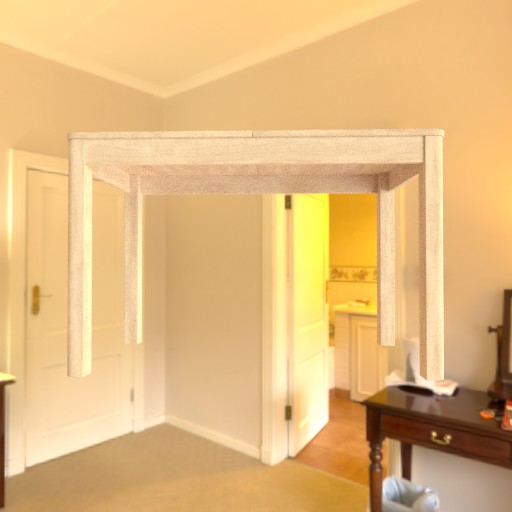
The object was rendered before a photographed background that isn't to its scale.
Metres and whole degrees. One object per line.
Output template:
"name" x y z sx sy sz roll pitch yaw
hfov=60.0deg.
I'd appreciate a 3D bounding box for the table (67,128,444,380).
"table" 0.000 0.000 1.975 1.400 0.900 0.750 0 -1 2
